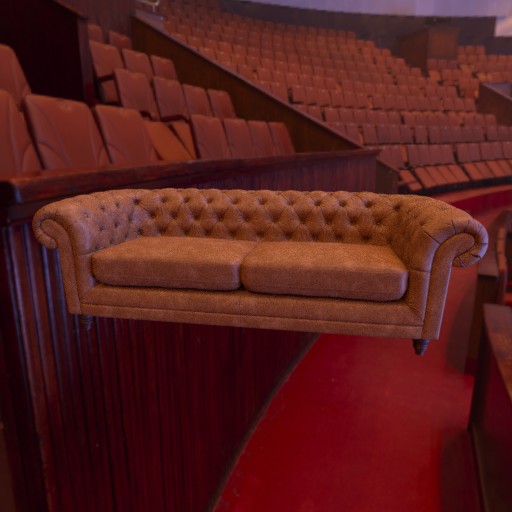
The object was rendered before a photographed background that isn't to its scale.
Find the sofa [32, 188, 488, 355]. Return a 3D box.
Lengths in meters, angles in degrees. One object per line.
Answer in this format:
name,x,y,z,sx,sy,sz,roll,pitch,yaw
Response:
sofa,0.000,0.000,2.761,2.365,0.760,0.989,3,15,10
